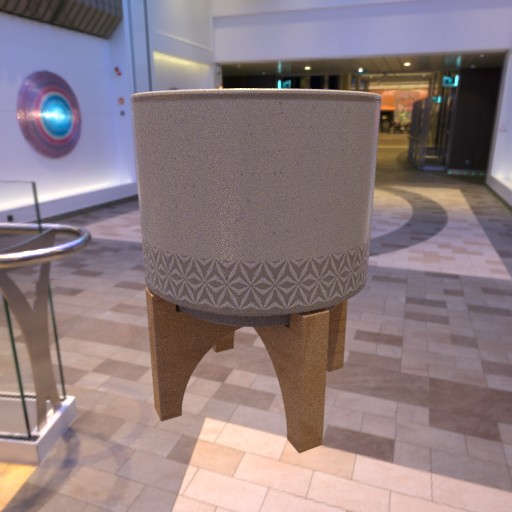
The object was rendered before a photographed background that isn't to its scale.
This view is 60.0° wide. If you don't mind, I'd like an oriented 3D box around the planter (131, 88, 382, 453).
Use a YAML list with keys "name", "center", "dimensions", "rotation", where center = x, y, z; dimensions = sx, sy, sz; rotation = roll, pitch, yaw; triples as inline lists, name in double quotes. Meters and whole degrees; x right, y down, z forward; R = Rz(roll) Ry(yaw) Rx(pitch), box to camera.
- name: "planter"
  center: [0.000, 0.000, 0.263]
  dimensions: [0.130, 0.178, 0.130]
  rotation: [0, 17, 0]
